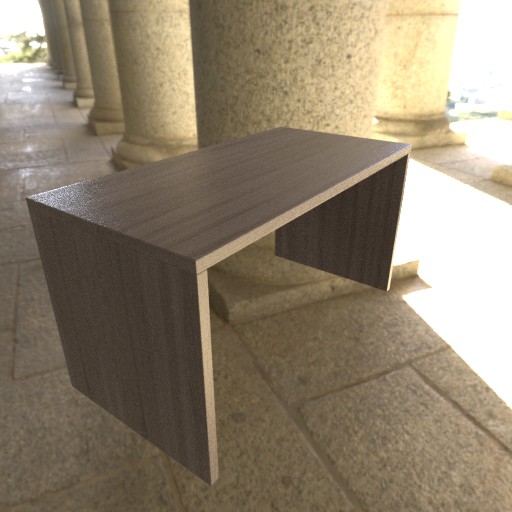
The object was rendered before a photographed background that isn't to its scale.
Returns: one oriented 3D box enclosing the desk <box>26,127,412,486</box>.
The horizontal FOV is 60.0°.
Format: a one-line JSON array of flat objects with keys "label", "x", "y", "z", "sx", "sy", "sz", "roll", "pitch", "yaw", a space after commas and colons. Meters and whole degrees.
[{"label": "desk", "x": 0.000, "y": 0.000, "z": 1.802, "sx": 0.690, "sy": 0.745, "sz": 1.380, "roll": 18, "pitch": 32, "yaw": 32}]
